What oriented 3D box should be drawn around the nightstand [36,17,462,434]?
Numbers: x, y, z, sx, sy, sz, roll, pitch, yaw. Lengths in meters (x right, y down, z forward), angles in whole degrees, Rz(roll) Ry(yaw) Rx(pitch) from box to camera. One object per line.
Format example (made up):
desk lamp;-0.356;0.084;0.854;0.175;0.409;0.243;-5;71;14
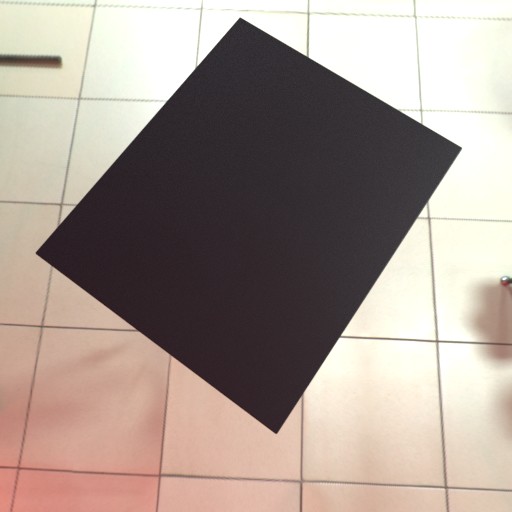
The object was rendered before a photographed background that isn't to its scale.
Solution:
nightstand;0.000;0.000;0.926;0.402;0.623;0.479;34;78;9
